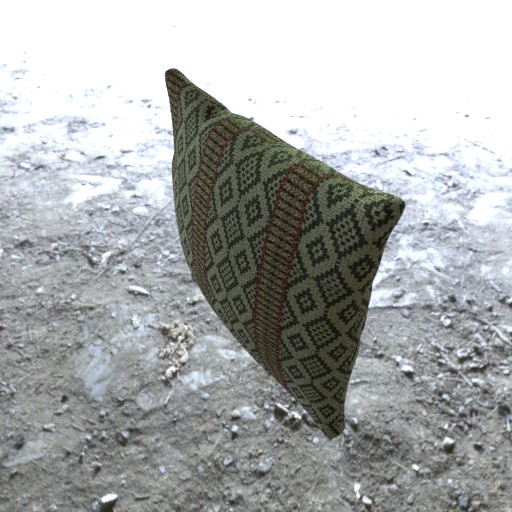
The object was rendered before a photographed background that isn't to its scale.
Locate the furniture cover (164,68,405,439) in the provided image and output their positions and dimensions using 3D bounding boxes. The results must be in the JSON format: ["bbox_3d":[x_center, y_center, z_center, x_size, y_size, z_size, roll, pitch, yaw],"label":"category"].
[{"bbox_3d":[0.000,0.000,0.771,0.182,0.506,0.503,-26,48,-26],"label":"furniture cover"}]
